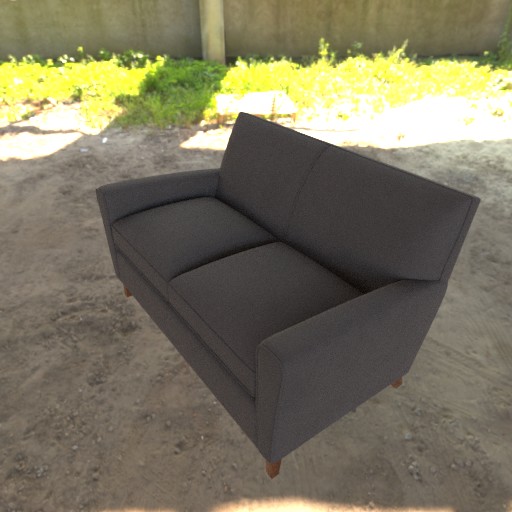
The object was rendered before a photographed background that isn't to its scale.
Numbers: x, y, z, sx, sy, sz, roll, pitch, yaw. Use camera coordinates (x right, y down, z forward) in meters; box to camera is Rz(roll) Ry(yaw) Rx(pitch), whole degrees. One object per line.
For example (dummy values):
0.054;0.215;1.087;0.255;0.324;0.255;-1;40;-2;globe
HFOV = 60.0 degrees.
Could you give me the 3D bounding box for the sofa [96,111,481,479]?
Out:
0.000;0.000;1.925;0.871;0.846;1.420;-21;38;-30;sofa
